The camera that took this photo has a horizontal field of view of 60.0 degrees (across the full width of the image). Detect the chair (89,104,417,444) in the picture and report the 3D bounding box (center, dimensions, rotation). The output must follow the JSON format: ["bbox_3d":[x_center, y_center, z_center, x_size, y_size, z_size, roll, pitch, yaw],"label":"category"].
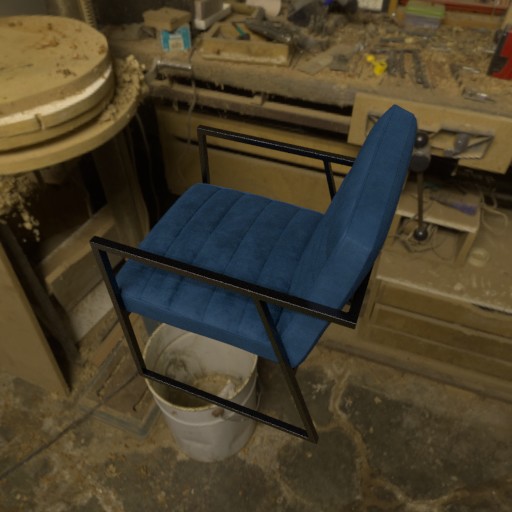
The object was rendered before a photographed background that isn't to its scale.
[{"bbox_3d":[0.000,0.000,1.283,0.677,0.833,0.571,16,48,15],"label":"chair"}]
